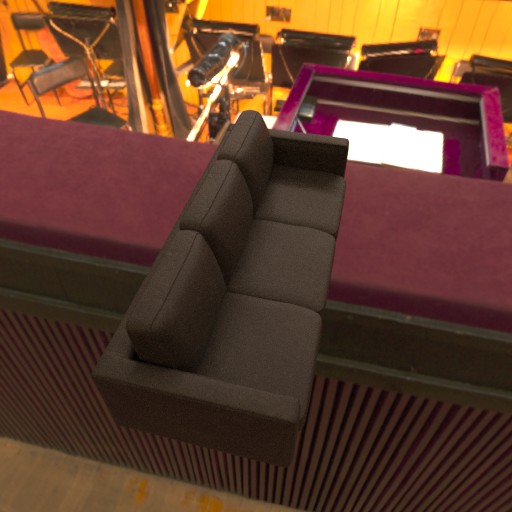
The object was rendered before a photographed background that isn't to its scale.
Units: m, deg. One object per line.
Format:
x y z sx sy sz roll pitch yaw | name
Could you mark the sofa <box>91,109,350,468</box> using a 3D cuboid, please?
0.000 0.000 2.549 0.879 0.899 2.029 10 47 10 | sofa
